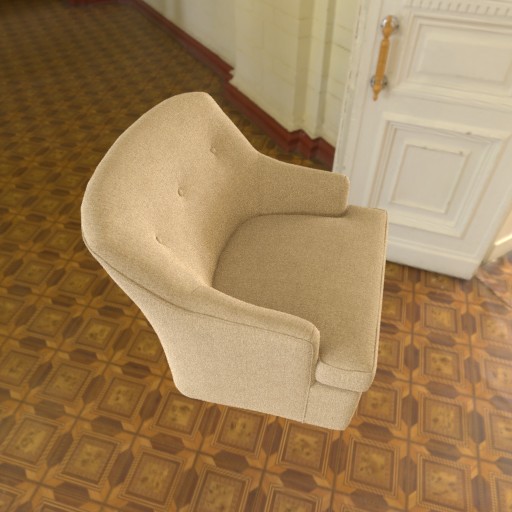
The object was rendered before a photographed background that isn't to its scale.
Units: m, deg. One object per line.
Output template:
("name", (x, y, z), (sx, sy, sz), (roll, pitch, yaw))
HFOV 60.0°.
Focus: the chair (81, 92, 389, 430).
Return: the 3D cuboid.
("chair", (0.000, 0.000, 1.606), (0.923, 0.856, 0.864), (11, 47, 10))
